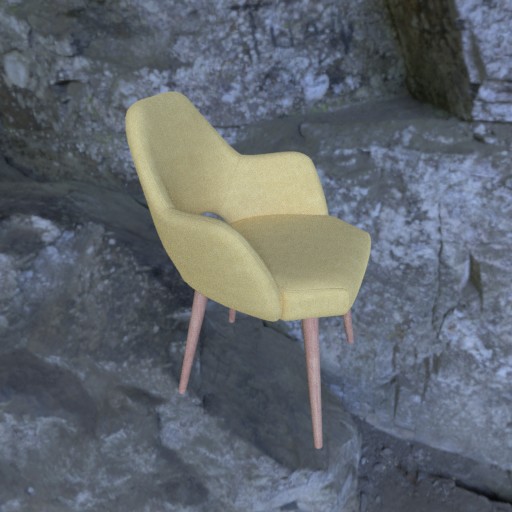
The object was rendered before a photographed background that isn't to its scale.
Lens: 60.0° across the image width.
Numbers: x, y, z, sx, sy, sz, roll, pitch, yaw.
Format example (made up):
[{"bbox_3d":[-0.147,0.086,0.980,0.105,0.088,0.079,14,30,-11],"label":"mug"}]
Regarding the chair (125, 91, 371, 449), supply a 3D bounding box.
[{"bbox_3d":[0.000,0.000,1.268,0.610,0.840,0.590,11,32,18],"label":"chair"}]
